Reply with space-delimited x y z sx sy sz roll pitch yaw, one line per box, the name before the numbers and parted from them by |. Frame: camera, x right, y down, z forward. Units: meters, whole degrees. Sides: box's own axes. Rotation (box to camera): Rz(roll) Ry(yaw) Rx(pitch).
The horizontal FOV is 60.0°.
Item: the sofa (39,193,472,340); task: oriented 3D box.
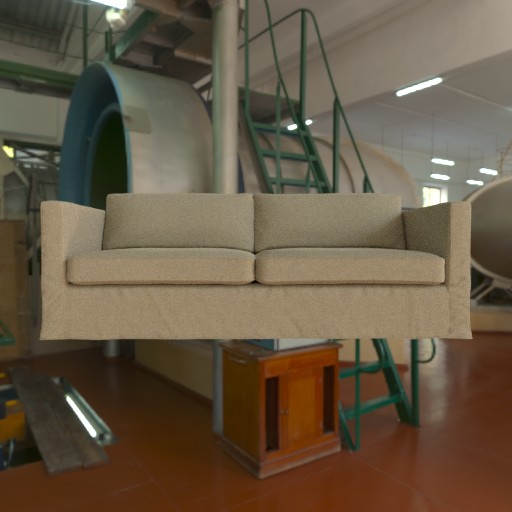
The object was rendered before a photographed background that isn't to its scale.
sofa | 0.000 0.000 2.754 2.296 0.847 0.956 0 2 -1
